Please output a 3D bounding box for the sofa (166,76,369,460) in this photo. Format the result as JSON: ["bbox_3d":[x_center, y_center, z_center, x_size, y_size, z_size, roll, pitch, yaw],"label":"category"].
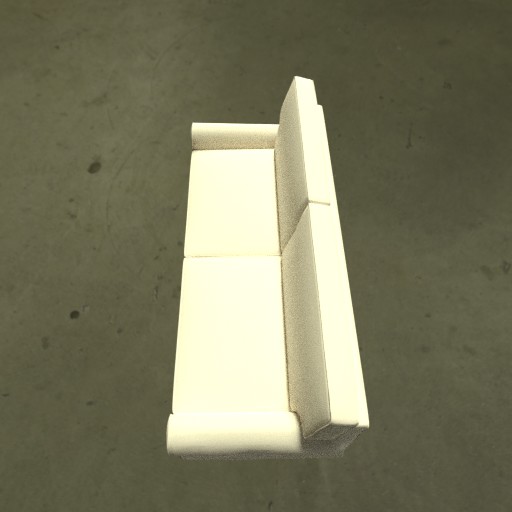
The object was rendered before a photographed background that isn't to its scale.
[{"bbox_3d":[0.000,0.000,2.445,0.862,0.937,2.021,-1,58,-1],"label":"sofa"}]
